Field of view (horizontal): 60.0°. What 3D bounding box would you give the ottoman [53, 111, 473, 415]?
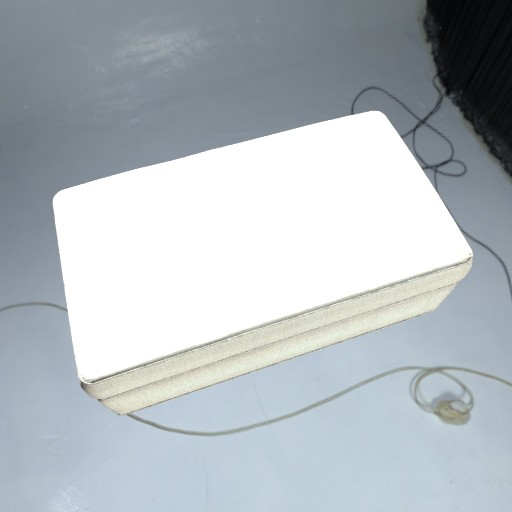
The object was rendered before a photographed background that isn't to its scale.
[{"bbox_3d":[0.000,0.000,1.410,1.097,0.448,0.617,-17,63,-9],"label":"ottoman"}]
